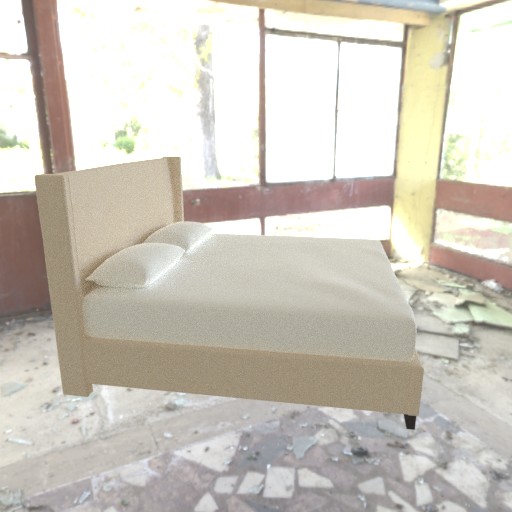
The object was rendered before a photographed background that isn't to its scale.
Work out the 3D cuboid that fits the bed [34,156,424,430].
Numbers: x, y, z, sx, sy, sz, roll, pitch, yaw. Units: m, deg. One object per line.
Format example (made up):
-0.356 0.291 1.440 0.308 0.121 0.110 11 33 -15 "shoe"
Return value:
0.000 0.000 3.627 2.293 1.471 2.145 3 16 9 "bed"
